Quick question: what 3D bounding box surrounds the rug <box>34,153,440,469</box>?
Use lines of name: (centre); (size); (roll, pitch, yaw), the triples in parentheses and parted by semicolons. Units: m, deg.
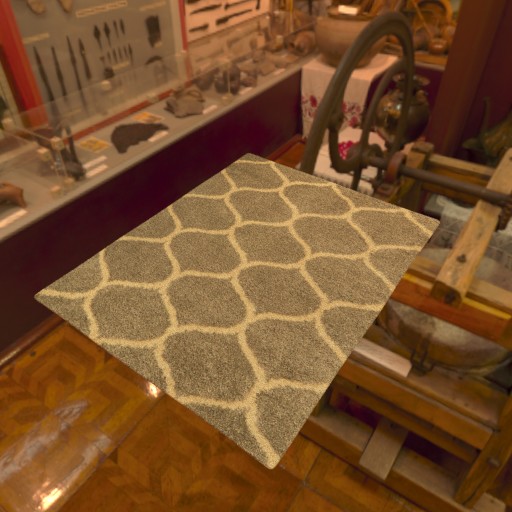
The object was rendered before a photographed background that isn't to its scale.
rug: (0.000, 0.000, 4.049); (2.399, 0.026, 3.000); (26, 48, 26)
